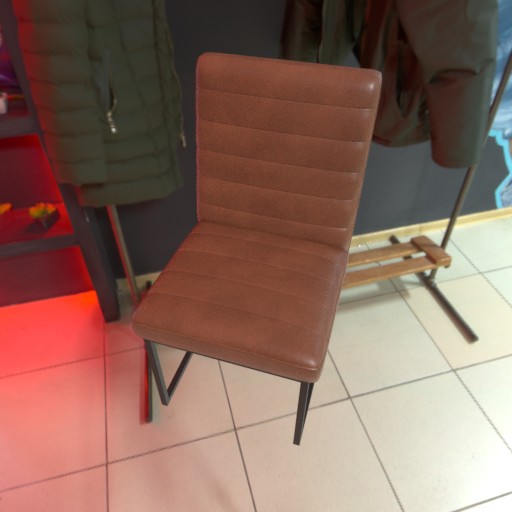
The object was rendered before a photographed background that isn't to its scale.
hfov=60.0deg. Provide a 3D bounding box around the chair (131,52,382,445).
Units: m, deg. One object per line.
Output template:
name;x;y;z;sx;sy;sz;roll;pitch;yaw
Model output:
chair;0.000;0.000;1.302;0.520;0.930;0.634;12;44;13
